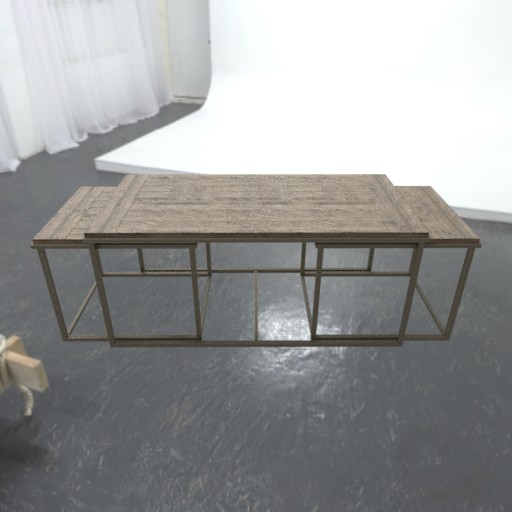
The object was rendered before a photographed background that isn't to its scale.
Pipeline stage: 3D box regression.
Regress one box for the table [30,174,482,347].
[{"bbox_3d":[0.000,0.000,1.554,1.312,0.427,0.489,0,30,0],"label":"table"}]
